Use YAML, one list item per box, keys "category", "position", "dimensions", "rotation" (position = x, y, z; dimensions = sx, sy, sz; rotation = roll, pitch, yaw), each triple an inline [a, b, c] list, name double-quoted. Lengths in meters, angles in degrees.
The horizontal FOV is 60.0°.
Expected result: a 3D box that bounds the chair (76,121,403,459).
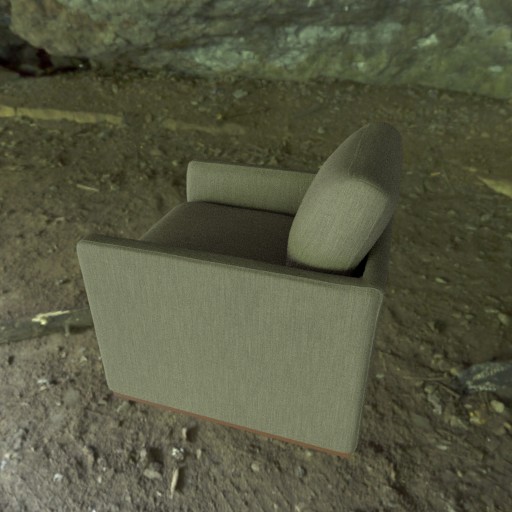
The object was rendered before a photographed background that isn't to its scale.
- category: "chair"
  position: [0.000, 0.000, 1.480]
  dimensions: [0.834, 0.811, 0.763]
  rotation: [9, 31, 15]
